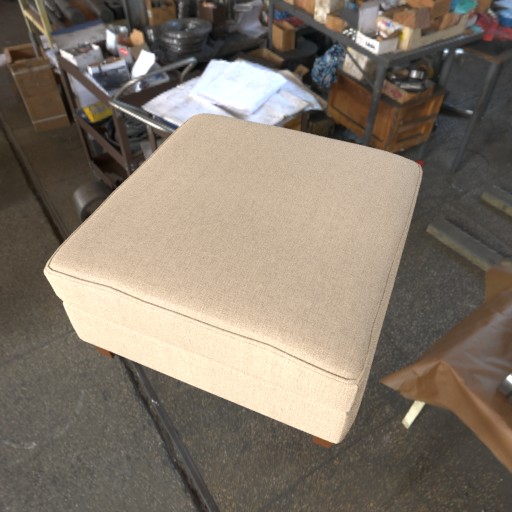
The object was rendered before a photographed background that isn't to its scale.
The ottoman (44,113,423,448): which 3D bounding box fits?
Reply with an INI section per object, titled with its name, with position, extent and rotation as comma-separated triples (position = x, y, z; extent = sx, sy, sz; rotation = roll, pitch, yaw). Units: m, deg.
[ottoman]
position = 0.000, 0.000, 1.384
extent = 0.838, 0.503, 0.838
rotation = 17, 50, 15
